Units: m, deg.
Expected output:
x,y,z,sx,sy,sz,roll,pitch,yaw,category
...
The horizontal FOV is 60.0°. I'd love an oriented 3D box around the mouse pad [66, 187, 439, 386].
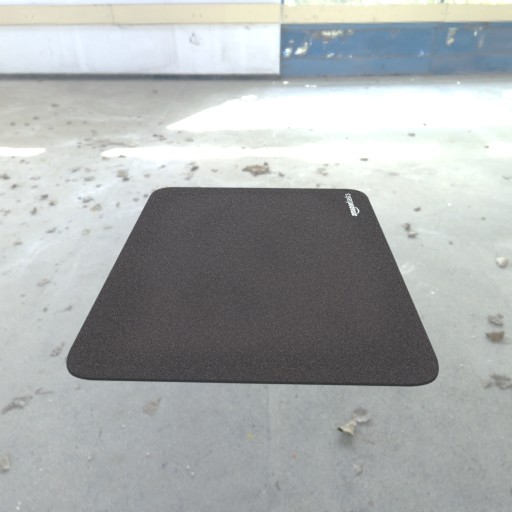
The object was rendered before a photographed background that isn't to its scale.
x,y,z,sx,sy,sz,roll,pitch,yaw,category
0.000,0.000,0.341,0.211,0.002,0.249,1,33,1,mouse pad
